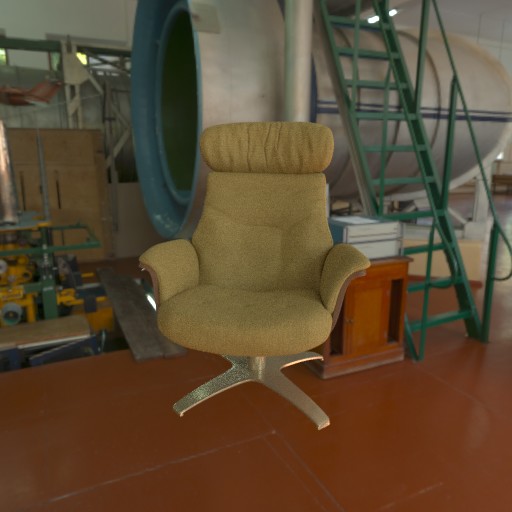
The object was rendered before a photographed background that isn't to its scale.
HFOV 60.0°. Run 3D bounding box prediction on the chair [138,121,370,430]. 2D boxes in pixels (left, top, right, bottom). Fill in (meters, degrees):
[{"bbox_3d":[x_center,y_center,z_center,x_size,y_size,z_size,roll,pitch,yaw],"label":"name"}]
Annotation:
[{"bbox_3d":[0.000,0.000,1.640,0.785,0.995,0.837,2,14,8],"label":"chair"}]
